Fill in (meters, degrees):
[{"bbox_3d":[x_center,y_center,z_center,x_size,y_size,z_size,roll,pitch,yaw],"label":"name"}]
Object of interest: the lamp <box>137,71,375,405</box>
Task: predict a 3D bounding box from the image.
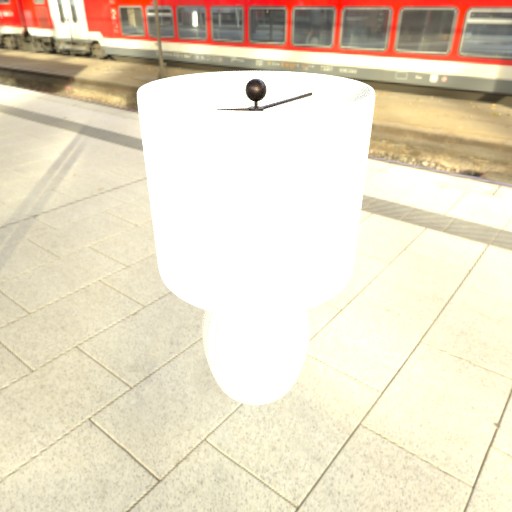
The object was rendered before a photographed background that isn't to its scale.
[{"bbox_3d":[0.000,0.000,0.759,0.328,0.570,0.328,0,30,0],"label":"lamp"}]
